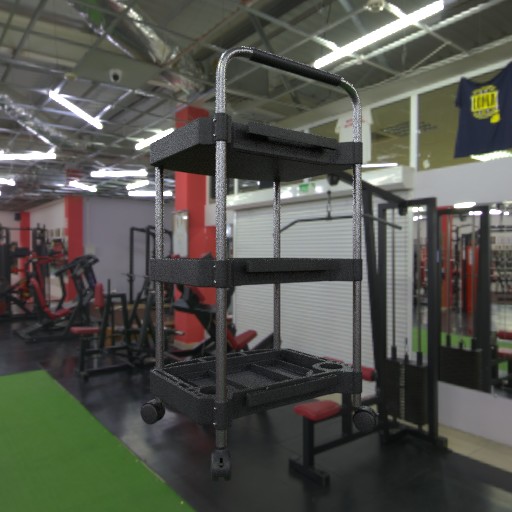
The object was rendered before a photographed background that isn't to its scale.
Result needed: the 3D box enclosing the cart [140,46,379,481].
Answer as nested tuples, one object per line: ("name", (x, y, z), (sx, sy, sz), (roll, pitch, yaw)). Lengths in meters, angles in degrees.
("cart", (0.000, 0.000, 1.394), (0.584, 1.075, 0.518), (0, 0, -35))
